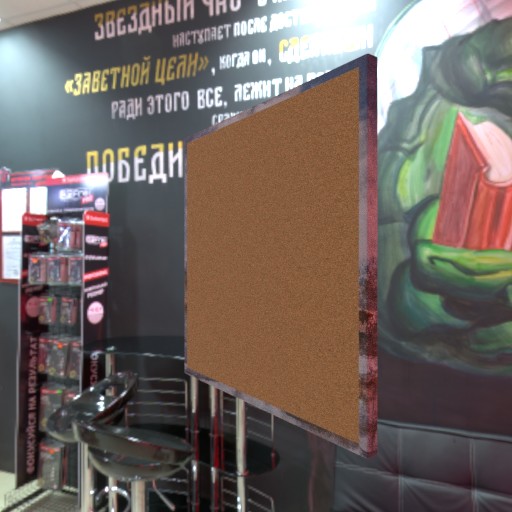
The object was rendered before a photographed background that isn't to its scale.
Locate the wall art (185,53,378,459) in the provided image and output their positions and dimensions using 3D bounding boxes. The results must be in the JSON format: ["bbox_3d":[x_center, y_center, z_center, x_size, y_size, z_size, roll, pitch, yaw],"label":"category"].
[{"bbox_3d":[0.000,0.000,1.531,0.040,1.020,1.010,0,0,-36],"label":"wall art"}]
